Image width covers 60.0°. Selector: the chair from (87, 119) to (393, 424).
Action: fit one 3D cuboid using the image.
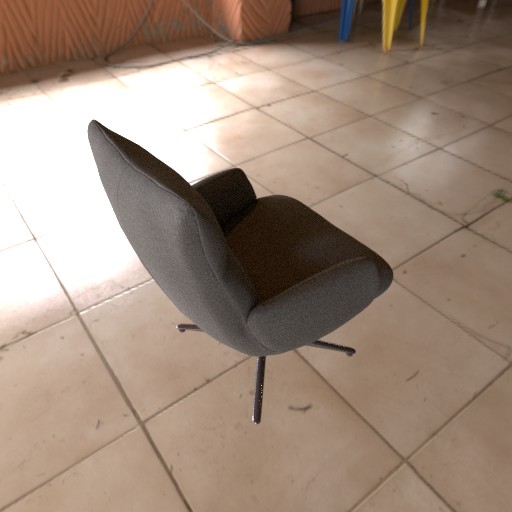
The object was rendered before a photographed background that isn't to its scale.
[{"bbox_3d":[0.000,0.000,1.498,0.831,0.984,0.702,-27,48,-27],"label":"chair"}]
